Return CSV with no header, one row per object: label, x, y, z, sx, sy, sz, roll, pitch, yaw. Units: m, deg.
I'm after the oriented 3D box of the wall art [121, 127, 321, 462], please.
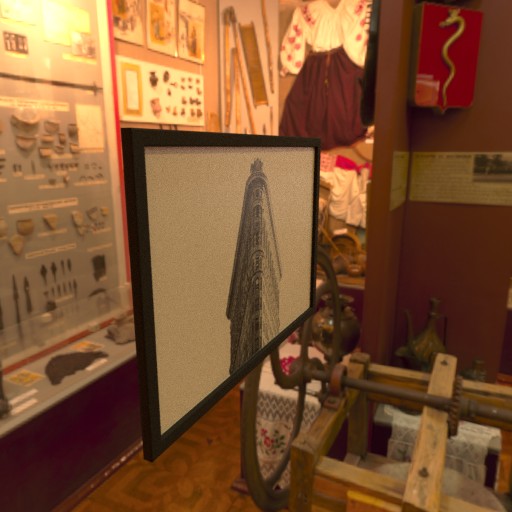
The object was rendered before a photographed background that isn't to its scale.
wall art,0.000,0.000,1.243,0.026,0.656,0.958,7,15,27
